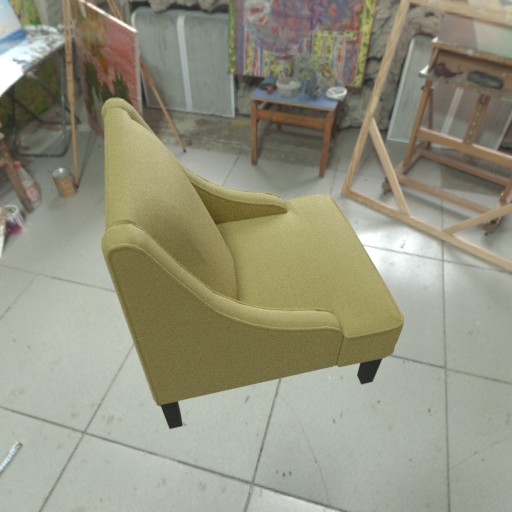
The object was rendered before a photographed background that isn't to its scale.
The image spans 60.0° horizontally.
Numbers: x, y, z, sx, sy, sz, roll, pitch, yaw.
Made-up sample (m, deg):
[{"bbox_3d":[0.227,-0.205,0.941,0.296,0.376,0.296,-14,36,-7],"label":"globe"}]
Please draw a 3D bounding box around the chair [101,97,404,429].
[{"bbox_3d":[0.000,0.000,1.500,0.814,0.896,0.696,-10,46,-10],"label":"chair"}]
